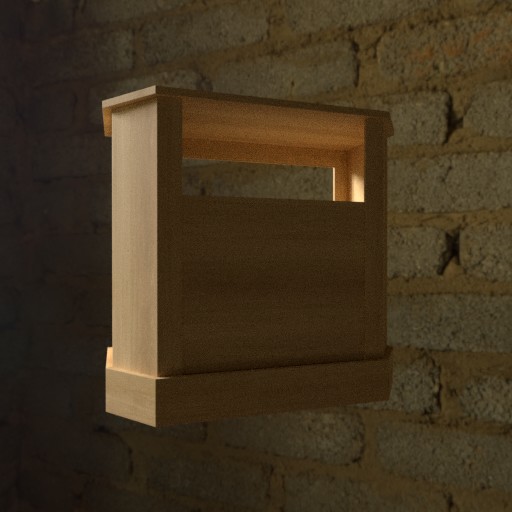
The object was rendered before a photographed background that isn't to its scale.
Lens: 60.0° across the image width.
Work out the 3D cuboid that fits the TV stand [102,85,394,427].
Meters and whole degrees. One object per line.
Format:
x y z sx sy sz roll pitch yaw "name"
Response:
0.000 0.000 1.307 0.851 0.781 0.425 0 0 -17 "TV stand"
